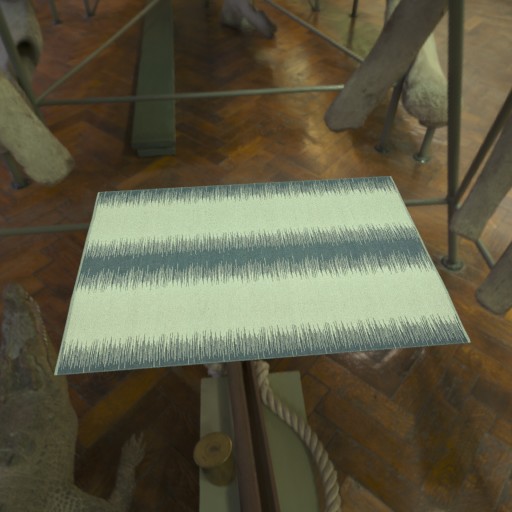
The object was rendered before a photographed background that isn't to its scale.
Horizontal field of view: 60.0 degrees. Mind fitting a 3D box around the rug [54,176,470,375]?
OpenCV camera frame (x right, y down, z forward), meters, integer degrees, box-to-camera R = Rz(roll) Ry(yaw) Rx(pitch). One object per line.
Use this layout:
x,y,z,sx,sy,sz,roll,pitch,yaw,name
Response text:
0.000,0.000,2.367,1.854,0.006,1.234,-4,47,-3,rug
